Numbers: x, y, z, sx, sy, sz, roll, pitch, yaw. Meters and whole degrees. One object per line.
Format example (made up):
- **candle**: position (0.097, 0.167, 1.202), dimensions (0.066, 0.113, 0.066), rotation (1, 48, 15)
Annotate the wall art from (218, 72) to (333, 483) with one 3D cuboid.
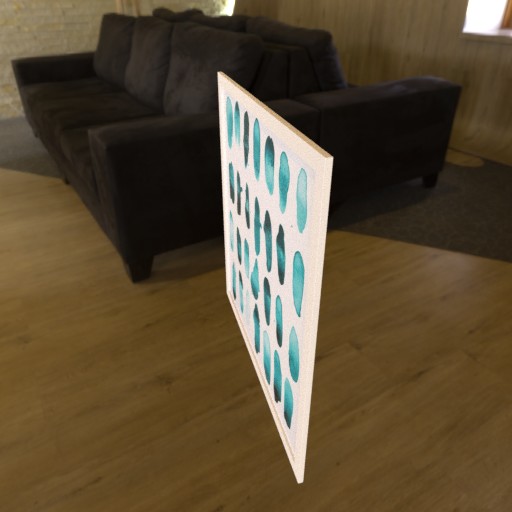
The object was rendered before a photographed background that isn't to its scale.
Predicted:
- **wall art**: position (0.000, 0.000, 0.824), dimensions (0.009, 0.559, 0.558), rotation (-8, 32, -13)
